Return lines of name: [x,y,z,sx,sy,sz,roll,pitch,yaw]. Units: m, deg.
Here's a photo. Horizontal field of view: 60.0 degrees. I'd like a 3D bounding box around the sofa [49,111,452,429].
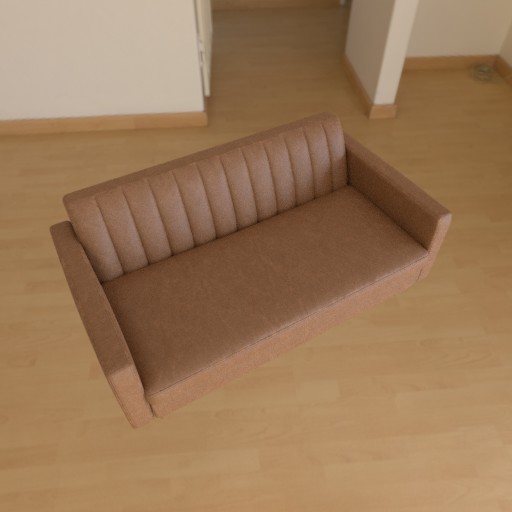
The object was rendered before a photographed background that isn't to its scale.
sofa: [0.000,0.000,2.397,1.847,0.821,0.993,-23,51,-20]
